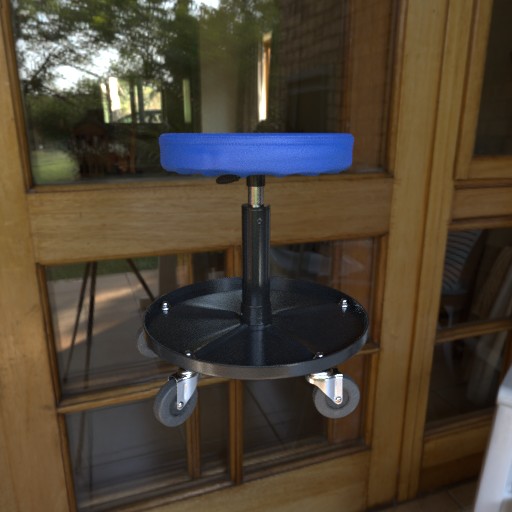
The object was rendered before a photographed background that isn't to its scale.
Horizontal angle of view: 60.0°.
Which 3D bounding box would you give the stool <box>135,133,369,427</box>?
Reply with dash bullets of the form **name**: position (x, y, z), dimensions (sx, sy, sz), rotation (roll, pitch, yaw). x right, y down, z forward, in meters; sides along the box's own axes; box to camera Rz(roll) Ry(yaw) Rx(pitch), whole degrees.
- **stool**: position (0.000, 0.000, 0.683), dimensions (0.381, 0.365, 0.382), rotation (-7, 17, -24)
